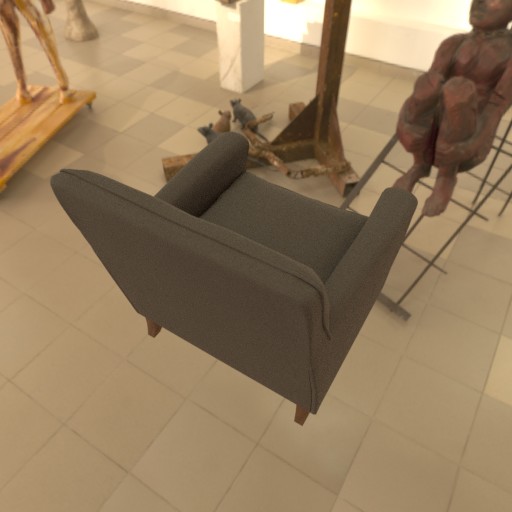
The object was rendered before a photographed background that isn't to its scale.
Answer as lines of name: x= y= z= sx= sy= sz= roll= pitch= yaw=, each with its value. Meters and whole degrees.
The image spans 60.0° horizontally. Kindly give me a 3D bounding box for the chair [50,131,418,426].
chair: x=0.000 y=0.000 z=1.571 sx=0.836 sy=0.911 sz=0.831 roll=24 pitch=51 yaw=21
